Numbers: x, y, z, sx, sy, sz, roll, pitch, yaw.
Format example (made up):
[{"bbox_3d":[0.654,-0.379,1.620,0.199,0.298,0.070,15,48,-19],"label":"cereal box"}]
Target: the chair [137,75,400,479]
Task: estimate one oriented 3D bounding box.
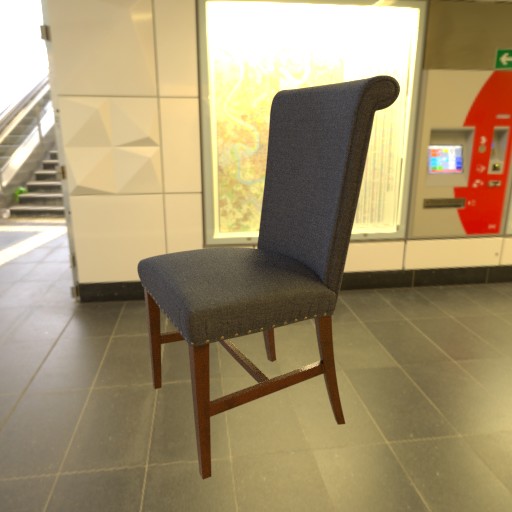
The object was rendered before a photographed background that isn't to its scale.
[{"bbox_3d":[0.000,0.000,1.326,0.608,0.988,0.513,-8,18,-26],"label":"chair"}]
